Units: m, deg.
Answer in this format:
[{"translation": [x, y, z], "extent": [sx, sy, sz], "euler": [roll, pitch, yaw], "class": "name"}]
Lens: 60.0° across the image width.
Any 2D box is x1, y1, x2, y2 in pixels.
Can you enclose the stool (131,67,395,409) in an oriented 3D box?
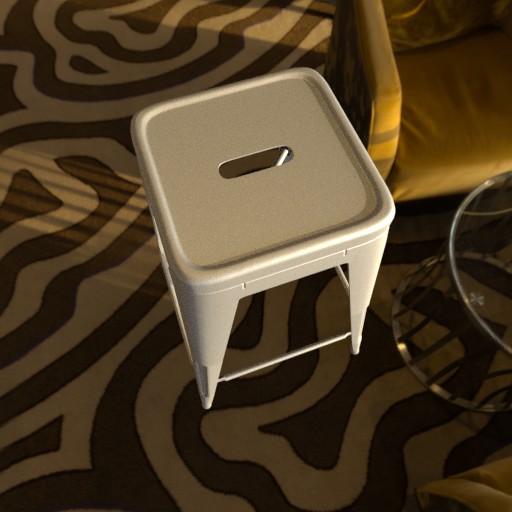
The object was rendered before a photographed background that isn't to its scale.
[{"translation": [0.000, 0.000, 0.881], "extent": [0.406, 0.610, 0.406], "euler": [-18, 66, -8], "class": "stool"}]
